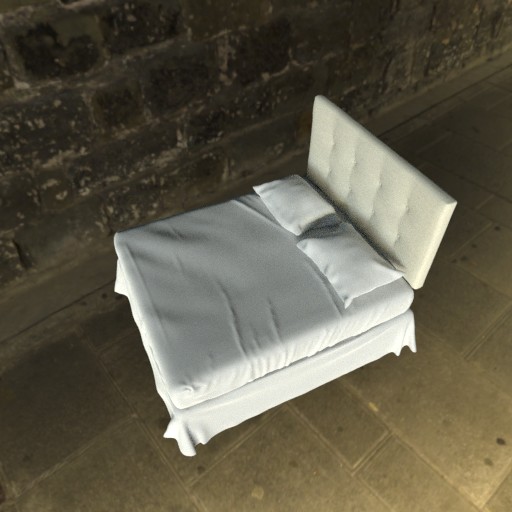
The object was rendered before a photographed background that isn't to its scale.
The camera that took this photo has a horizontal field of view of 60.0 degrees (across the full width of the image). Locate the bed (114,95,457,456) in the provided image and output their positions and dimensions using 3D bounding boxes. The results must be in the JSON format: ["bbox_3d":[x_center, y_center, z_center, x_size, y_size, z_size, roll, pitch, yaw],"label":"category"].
[{"bbox_3d":[0.000,0.000,3.538,2.222,1.577,1.936,-19,49,-18],"label":"bed"}]
